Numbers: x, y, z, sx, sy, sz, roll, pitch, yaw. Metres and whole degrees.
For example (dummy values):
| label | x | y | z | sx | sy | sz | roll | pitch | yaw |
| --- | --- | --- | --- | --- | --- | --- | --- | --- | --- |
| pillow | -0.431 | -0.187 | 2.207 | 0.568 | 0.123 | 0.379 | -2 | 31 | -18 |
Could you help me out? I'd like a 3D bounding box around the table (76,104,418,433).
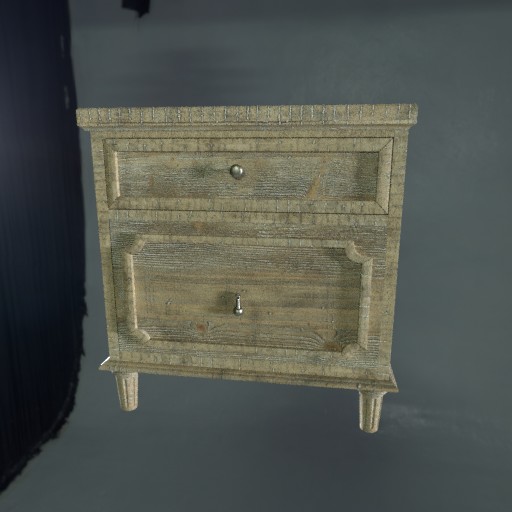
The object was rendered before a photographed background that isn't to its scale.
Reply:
| label | x | y | z | sx | sy | sz | roll | pitch | yaw |
| --- | --- | --- | --- | --- | --- | --- | --- | --- | --- |
| table | 0.000 | 0.000 | 1.164 | 0.686 | 0.711 | 0.457 | 2 | 14 | 8 |
